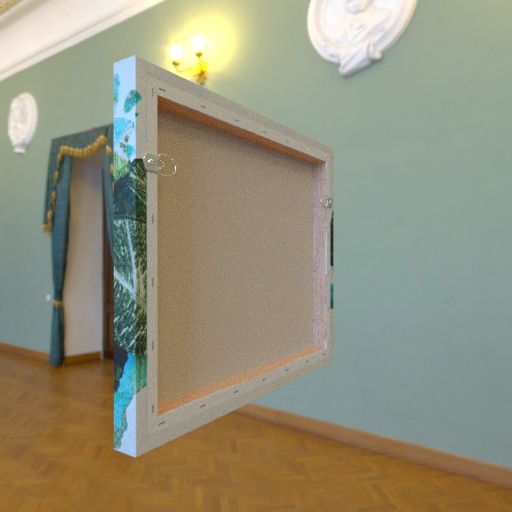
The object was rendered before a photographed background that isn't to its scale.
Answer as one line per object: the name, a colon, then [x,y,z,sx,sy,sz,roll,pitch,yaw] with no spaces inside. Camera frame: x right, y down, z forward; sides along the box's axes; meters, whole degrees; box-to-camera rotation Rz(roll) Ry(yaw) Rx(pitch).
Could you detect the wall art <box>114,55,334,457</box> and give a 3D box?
wall art: [0.000,0.000,0.696,0.041,0.435,0.507,0,0,34]
